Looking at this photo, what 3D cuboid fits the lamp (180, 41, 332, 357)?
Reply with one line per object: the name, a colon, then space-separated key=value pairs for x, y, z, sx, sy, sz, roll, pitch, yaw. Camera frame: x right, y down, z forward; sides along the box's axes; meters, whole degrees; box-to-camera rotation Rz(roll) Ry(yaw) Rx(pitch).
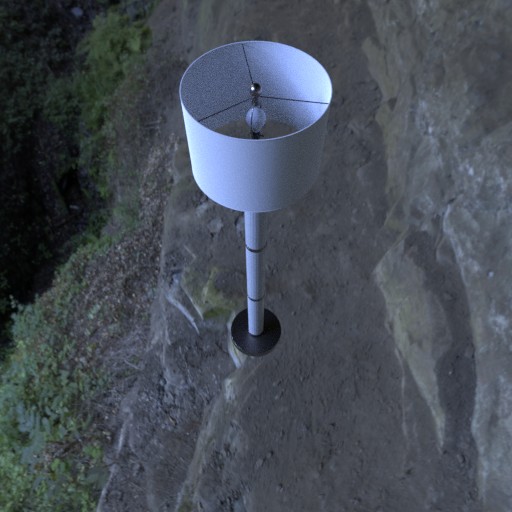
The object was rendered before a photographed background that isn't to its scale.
lamp: x=0.000 y=0.000 z=1.764 sx=0.377 sy=1.599 sz=0.377 roll=16 pitch=60 yaw=10
